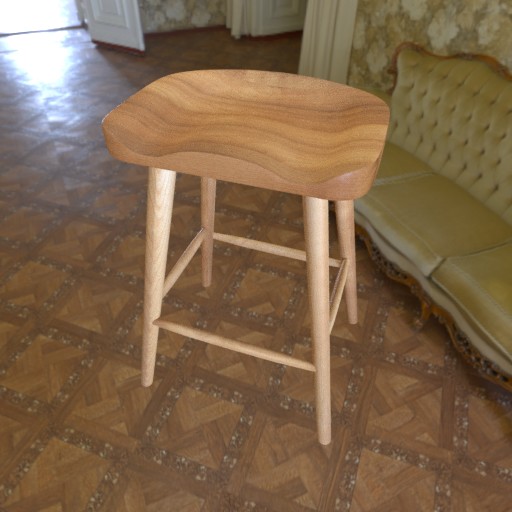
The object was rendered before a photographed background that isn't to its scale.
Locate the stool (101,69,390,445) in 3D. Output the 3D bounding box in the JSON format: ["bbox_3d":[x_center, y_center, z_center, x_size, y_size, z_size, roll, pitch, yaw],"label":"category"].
[{"bbox_3d":[0.000,0.000,0.881,0.440,0.615,0.361,13,43,14],"label":"stool"}]
